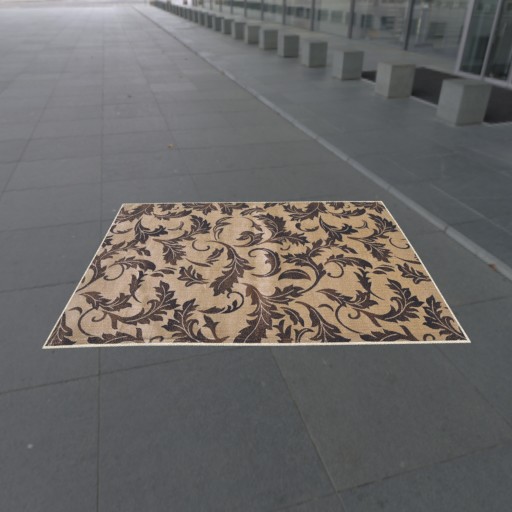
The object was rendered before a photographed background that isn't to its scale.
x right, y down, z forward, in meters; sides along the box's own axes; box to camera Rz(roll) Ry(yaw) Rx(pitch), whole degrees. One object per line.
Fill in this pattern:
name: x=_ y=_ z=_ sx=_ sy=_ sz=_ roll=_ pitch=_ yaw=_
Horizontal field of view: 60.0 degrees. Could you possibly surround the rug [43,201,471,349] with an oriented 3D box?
rug: x=0.000 y=0.000 z=4.068 sx=2.977 sy=0.008 sz=2.380 roll=-1 pitch=31 yaw=-1
